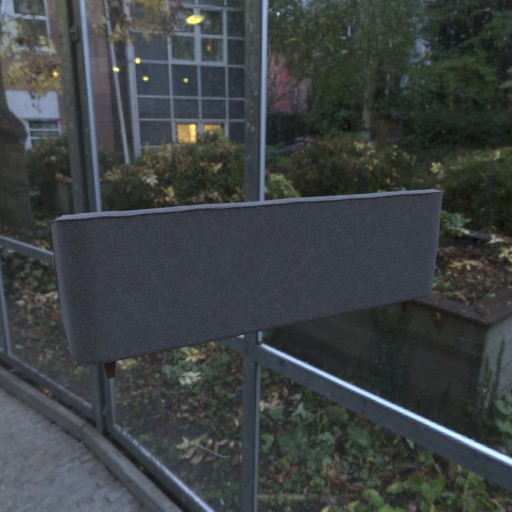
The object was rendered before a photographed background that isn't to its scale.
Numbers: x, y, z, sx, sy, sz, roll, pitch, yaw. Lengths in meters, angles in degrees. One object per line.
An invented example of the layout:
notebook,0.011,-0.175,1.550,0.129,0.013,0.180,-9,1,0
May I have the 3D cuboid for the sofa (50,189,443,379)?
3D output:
sofa,0.000,0.000,2.699,2.247,0.806,0.917,-7,17,-25
